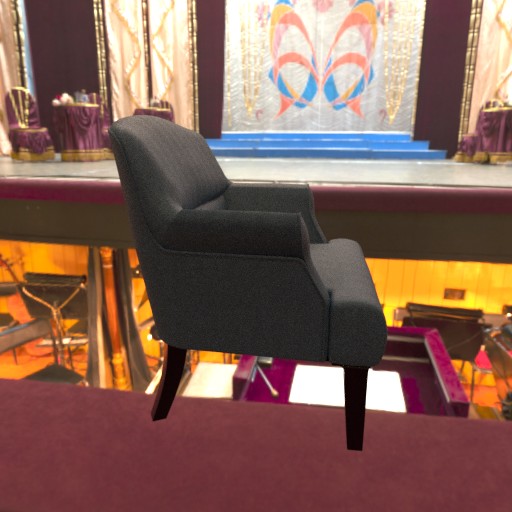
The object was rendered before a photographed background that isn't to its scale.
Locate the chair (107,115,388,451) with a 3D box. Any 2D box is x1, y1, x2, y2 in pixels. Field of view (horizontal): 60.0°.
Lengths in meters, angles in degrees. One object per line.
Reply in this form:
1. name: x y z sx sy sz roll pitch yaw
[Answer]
1. chair: 0.000 0.000 1.444 0.754 0.878 0.770 2 15 8
